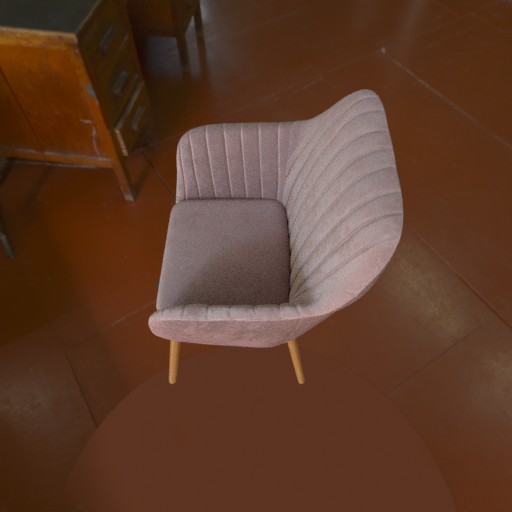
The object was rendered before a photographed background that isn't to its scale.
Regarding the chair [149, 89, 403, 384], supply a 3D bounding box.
[{"bbox_3d":[0.000,0.000,1.251,0.570,0.832,0.610,1,57,1],"label":"chair"}]
